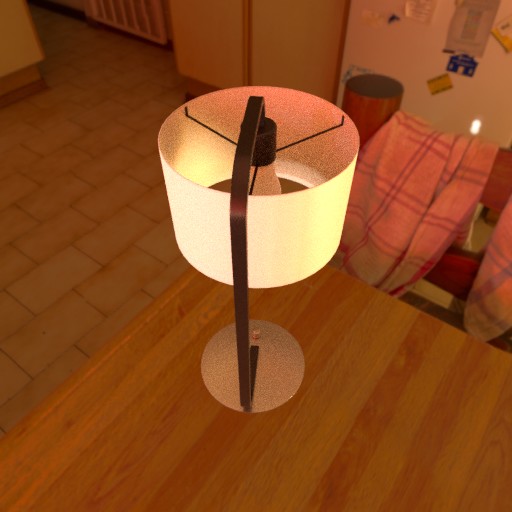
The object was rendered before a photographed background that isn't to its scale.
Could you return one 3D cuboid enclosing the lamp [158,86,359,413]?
[{"bbox_3d":[0.000,0.000,0.622,0.230,0.473,0.288,5,47,4],"label":"lamp"}]
